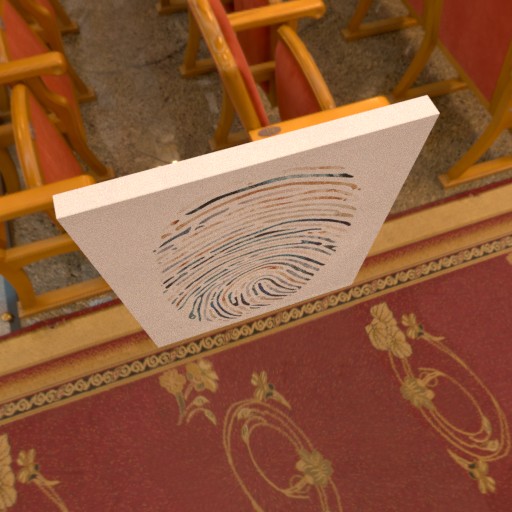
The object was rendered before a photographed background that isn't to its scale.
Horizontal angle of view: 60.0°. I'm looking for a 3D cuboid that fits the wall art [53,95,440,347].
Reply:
[{"bbox_3d":[0.000,0.000,0.836,0.508,0.606,0.037,-17,65,-8],"label":"wall art"}]
